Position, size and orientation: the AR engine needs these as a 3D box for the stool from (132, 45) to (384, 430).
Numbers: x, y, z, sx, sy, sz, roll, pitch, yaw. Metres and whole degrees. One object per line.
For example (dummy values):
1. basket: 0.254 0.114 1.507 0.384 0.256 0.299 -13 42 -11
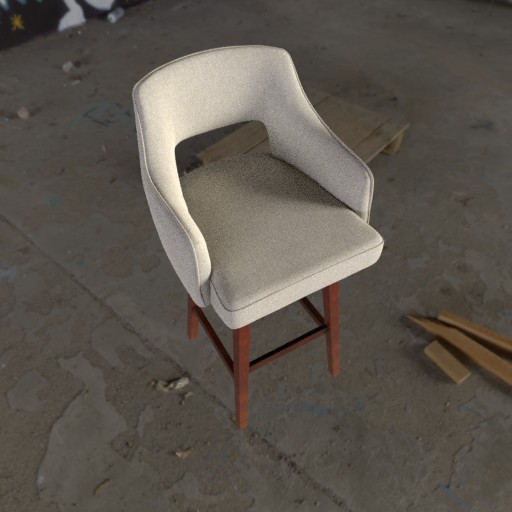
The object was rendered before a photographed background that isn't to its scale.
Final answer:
1. stool: 0.000 0.000 1.354 0.550 1.041 0.560 -23 51 -20
